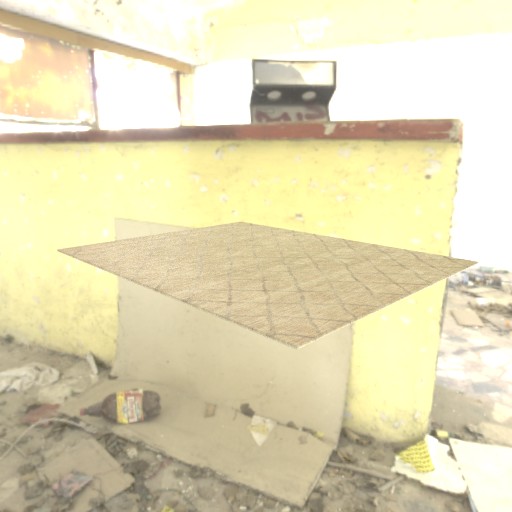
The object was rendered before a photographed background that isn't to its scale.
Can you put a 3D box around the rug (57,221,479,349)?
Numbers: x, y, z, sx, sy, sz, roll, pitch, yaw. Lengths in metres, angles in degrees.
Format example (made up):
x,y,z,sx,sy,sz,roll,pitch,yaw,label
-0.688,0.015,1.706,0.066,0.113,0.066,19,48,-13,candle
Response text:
x,y,z,sx,sy,sz,roll,pitch,yaw,label
0.000,0.000,4.058,2.420,0.019,3.038,-13,19,-43,rug
